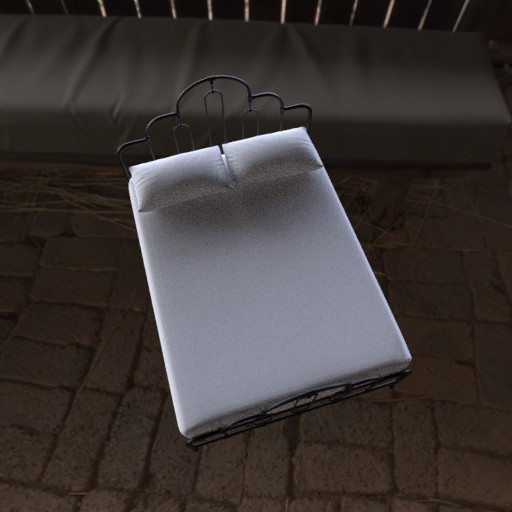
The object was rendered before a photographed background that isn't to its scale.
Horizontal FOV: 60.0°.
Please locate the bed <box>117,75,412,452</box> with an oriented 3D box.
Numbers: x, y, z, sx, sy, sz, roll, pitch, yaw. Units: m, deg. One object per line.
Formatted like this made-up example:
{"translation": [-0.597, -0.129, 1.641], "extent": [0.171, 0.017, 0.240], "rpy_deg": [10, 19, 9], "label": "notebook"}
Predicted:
{"translation": [0.000, 0.000, 3.245], "extent": [1.626, 1.444, 2.181], "rpy_deg": [-15, 64, -8], "label": "bed"}
